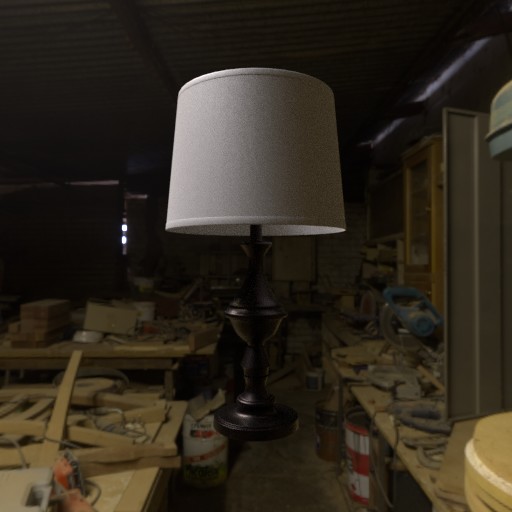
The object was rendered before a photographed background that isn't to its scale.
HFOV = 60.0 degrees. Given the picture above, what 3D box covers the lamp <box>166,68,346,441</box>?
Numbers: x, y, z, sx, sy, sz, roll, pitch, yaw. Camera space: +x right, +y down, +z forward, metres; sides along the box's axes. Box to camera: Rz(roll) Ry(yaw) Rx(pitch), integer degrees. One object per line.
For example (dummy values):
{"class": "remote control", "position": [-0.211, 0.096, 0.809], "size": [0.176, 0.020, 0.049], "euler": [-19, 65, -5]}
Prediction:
{"class": "lamp", "position": [0.000, 0.000, 0.959], "size": [0.383, 0.726, 0.383], "euler": [0, 0, 0]}
